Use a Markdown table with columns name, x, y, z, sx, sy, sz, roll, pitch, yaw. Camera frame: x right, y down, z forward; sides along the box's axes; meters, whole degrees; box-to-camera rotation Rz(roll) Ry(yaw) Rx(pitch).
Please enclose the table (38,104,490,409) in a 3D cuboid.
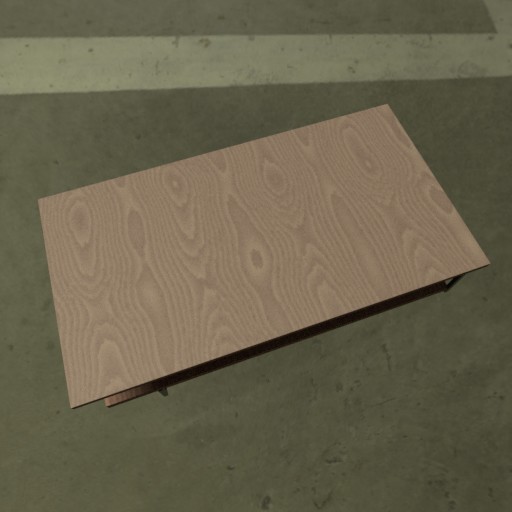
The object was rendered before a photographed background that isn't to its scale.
| name | x | y | z | sx | sy | sz | roll | pitch | yaw |
| --- | --- | --- | --- | --- | --- | --- | --- | --- | --- |
| table | 0.000 | 0.000 | 1.472 | 1.197 | 0.347 | 0.651 | -17 | 65 | -8 |
